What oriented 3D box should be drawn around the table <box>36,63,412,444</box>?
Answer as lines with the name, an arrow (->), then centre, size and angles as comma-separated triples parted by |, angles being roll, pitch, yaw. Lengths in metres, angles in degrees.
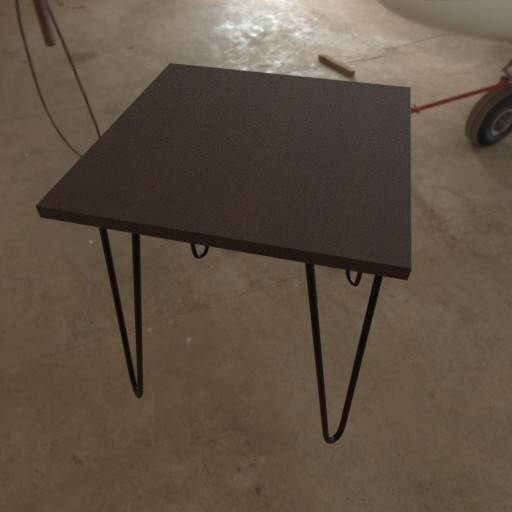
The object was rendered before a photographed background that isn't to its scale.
table -> 0.000, 0.000, 0.927 | 0.495, 0.559, 0.495 | 10, 46, 10
